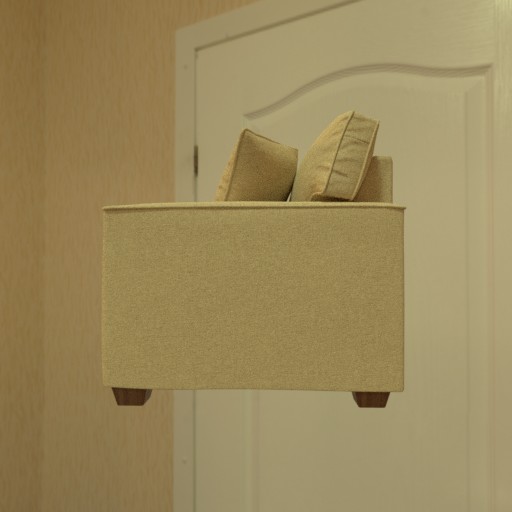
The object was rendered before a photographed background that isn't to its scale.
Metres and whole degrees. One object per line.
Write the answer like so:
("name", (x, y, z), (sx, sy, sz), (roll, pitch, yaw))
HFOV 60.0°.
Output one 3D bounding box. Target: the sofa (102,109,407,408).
("sofa", (0.000, 0.000, 2.083), (0.991, 0.989, 1.388), (0, -1, 1))
